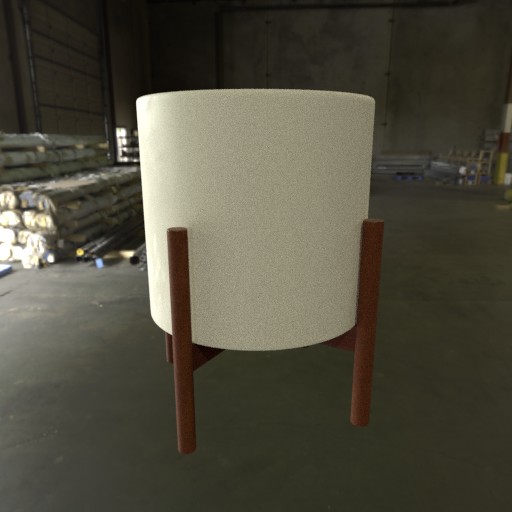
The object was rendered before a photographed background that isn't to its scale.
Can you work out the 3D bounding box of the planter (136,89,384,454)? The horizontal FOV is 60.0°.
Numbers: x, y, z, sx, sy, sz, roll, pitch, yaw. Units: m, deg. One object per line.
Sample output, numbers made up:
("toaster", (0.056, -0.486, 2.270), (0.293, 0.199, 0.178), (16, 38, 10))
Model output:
("planter", (0.000, 0.000, 0.878), (0.420, 0.581, 0.421), (-3, 15, -11))
